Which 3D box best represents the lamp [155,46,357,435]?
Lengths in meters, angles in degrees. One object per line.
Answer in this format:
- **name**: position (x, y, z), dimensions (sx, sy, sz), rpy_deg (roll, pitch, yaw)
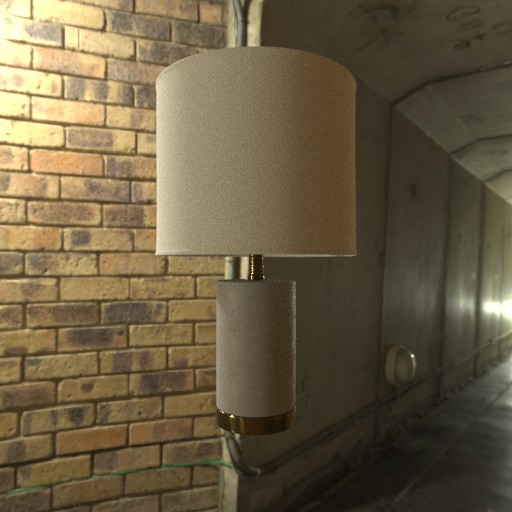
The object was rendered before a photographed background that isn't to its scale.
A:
- **lamp**: position (0.000, 0.000, 0.516), dimensions (0.229, 0.380, 0.229), rpy_deg (0, -1, 0)
